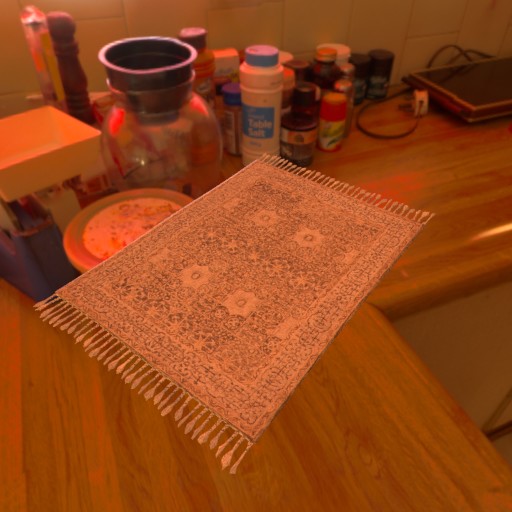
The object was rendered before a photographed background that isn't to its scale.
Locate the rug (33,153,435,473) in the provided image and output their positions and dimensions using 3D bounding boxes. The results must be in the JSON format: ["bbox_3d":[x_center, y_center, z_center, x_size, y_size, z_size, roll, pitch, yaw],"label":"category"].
[{"bbox_3d":[0.000,0.000,3.051,1.619,0.023,2.465,27,48,27],"label":"rug"}]
